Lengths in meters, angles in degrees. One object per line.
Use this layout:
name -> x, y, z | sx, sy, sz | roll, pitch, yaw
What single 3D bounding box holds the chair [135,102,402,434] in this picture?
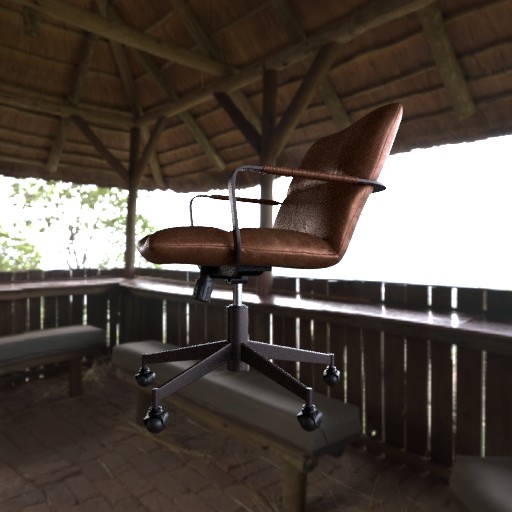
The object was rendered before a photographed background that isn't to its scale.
chair -> 0.000, 0.000, 1.463 | 0.754, 0.922, 0.727 | 0, 1, -18
